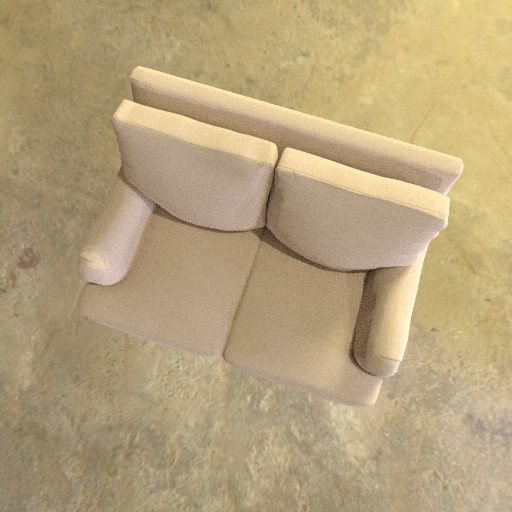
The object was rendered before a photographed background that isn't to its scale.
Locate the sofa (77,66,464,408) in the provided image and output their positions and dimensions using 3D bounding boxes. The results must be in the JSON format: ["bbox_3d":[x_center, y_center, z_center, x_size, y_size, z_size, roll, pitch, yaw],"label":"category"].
[{"bbox_3d":[0.000,0.000,2.166,1.508,1.048,1.087,17,78,4],"label":"sofa"}]
